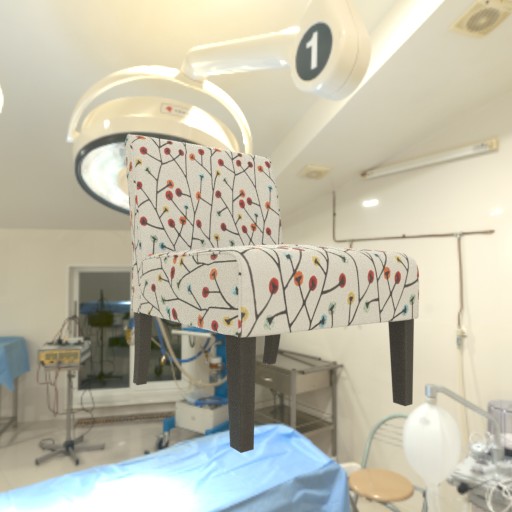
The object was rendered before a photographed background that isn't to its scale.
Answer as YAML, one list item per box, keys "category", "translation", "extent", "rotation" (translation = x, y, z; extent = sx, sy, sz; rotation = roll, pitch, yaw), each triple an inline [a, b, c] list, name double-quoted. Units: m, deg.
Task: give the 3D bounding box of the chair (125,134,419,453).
- category: "chair"
  translation: [0.000, 0.000, 1.333]
  extent: [0.597, 0.813, 0.732]
  rotation: [1, -1, -35]
